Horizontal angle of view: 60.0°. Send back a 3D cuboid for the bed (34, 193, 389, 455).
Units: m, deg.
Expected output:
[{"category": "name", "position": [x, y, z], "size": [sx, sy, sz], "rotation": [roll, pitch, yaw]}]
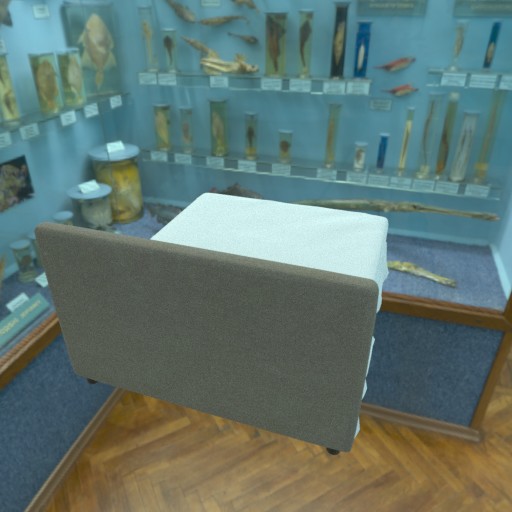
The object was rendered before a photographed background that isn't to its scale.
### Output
[{"category": "bed", "position": [0.000, 0.000, 3.633], "size": [2.119, 1.317, 2.341], "rotation": [10, 32, 16]}]
